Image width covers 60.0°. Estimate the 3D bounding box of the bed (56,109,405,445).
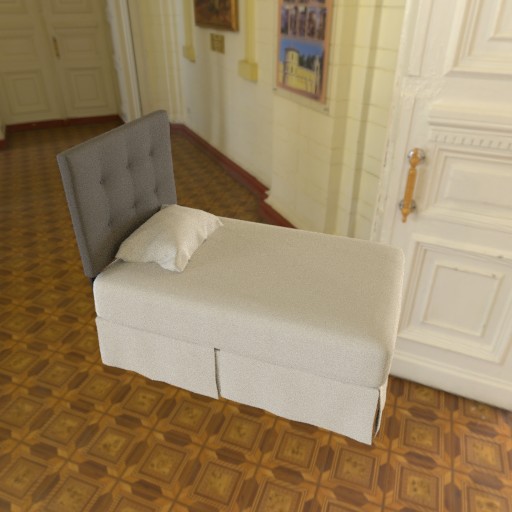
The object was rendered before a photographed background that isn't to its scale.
[{"bbox_3d":[0.000,0.000,3.035,1.997,1.571,1.261,10,33,17],"label":"bed"}]
